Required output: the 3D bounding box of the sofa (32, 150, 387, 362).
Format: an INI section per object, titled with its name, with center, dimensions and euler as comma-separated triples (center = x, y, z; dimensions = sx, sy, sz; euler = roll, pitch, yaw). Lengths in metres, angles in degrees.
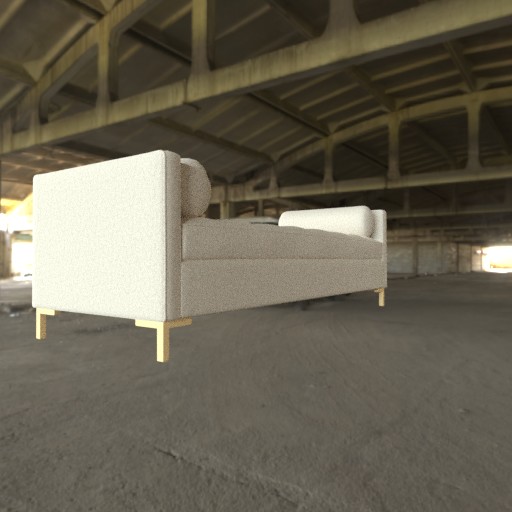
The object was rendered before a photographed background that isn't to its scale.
[sofa]
center = 0.000, 0.000, 2.296
dimensions = 0.746, 0.641, 1.985
euler = 0, -1, 35
